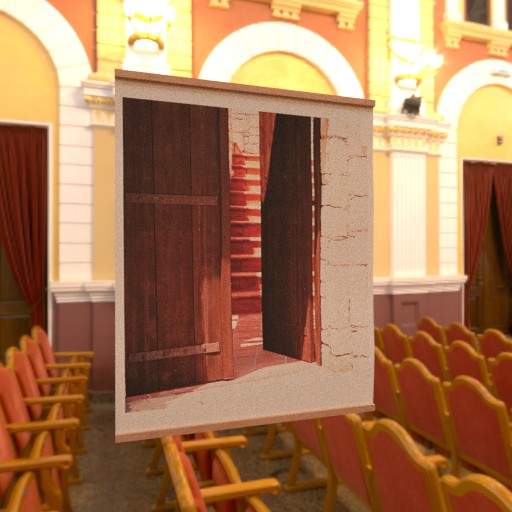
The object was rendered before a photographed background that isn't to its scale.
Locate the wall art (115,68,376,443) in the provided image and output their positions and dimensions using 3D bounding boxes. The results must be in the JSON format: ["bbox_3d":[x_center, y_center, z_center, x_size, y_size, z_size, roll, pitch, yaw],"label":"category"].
[{"bbox_3d":[0.000,0.000,0.669,0.406,0.508,0.013,0,0,-18],"label":"wall art"}]
